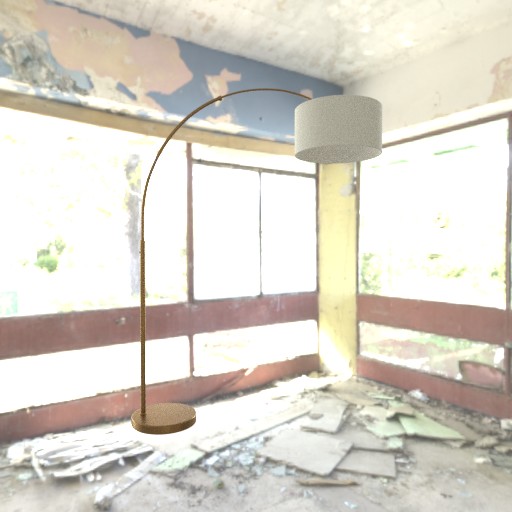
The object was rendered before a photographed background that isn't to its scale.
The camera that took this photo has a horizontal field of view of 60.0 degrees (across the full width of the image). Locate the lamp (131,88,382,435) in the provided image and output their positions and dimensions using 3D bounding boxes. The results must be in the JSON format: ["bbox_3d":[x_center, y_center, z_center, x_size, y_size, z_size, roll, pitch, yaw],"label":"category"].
[{"bbox_3d":[0.000,0.000,2.561,1.434,1.927,0.493,0,1,0],"label":"lamp"}]
